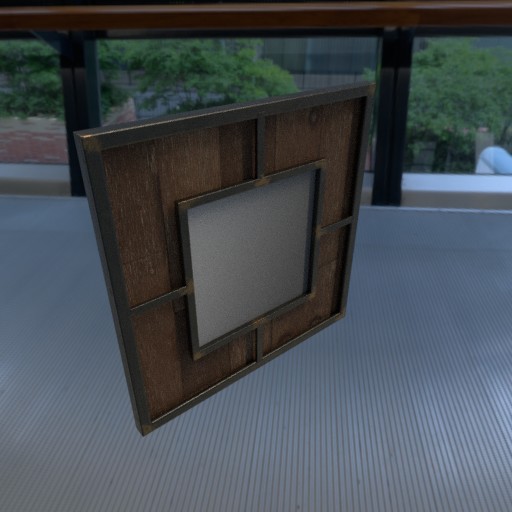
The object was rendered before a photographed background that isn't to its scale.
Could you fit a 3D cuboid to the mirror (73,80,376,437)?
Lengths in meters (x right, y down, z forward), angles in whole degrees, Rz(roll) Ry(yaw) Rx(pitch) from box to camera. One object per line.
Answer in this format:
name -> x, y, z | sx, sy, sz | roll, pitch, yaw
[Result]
mirror -> 0.000, 0.000, 0.568 | 0.382, 0.381, 0.020 | -23, 38, -33
